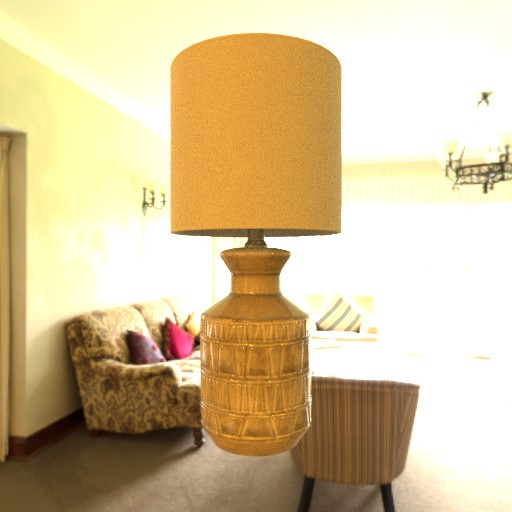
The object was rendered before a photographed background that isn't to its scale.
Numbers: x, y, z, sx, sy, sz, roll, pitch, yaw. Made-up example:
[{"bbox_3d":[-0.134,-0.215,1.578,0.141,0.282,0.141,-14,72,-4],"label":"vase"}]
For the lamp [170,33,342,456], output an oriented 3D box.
[{"bbox_3d":[0.000,0.000,0.556,0.211,0.455,0.211,0,0,-36],"label":"lamp"}]
